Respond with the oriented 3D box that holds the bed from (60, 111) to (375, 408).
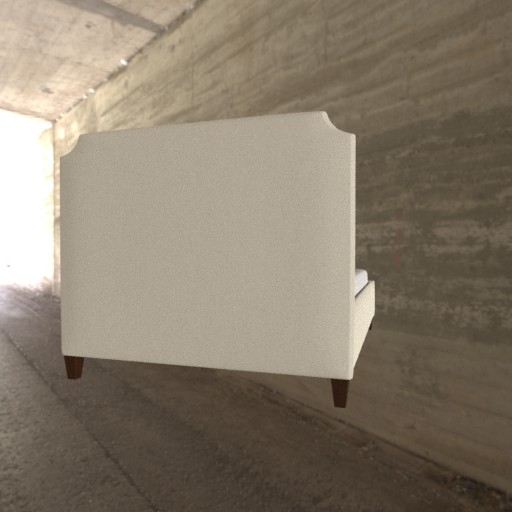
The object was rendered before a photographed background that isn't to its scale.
[{"bbox_3d":[0.000,0.000,3.451,1.712,1.443,2.372,0,1,18],"label":"bed"}]
